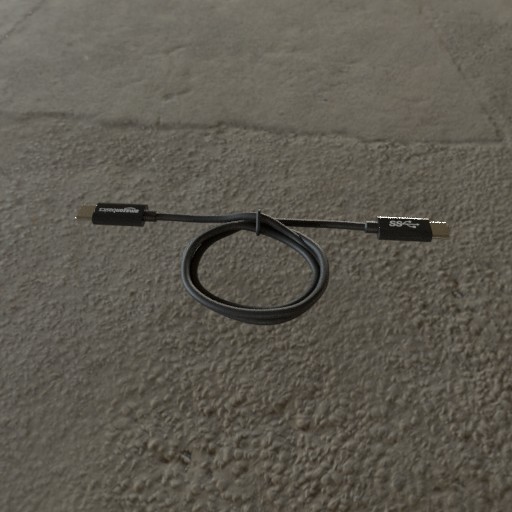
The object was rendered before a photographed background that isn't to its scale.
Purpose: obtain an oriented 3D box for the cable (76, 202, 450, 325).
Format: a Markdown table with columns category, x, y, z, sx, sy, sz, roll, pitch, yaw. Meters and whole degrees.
| category | x | y | z | sx | sy | sz | roll | pitch | yaw |
| --- | --- | --- | --- | --- | --- | --- | --- | --- | --- |
| cable | 0.000 | 0.000 | 0.203 | 0.186 | 0.014 | 0.070 | 3 | 47 | 3 |
